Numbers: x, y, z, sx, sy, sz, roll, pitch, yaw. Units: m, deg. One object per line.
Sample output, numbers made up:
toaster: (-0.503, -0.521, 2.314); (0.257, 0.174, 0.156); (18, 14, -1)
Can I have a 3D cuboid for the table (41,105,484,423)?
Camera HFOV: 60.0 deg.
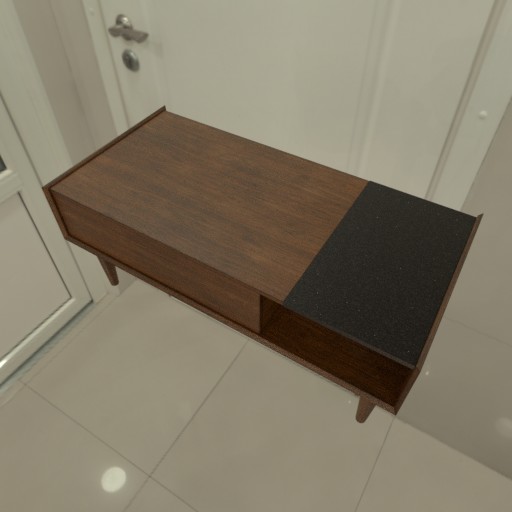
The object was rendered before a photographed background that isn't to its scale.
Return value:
table: (0.000, 0.000, 1.550); (1.221, 0.508, 0.610); (24, 52, 21)
